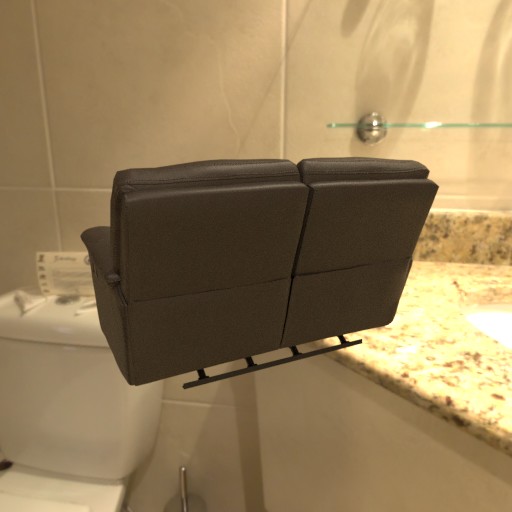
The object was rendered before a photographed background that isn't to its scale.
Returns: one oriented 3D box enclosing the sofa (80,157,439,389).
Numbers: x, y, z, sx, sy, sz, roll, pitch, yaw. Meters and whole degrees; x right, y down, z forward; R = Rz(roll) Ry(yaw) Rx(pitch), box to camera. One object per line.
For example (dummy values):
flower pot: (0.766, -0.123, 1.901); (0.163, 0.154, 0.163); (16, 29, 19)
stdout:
sofa: (0.000, 0.000, 2.517); (1.765, 1.111, 1.104); (-7, 16, -26)
